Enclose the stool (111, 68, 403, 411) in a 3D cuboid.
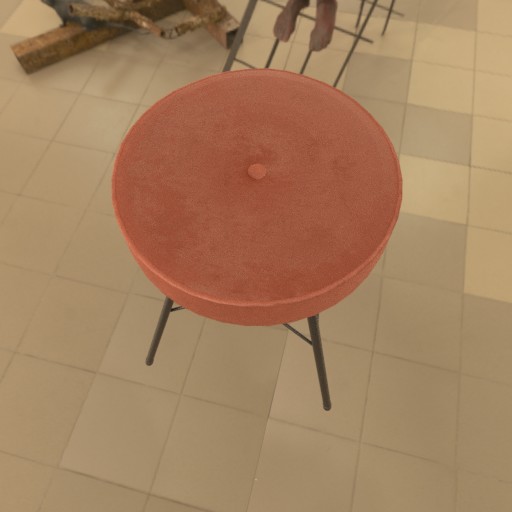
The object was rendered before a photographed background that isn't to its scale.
[{"bbox_3d":[0.000,0.000,0.877,0.457,0.593,0.421,12,64,6],"label":"stool"}]
